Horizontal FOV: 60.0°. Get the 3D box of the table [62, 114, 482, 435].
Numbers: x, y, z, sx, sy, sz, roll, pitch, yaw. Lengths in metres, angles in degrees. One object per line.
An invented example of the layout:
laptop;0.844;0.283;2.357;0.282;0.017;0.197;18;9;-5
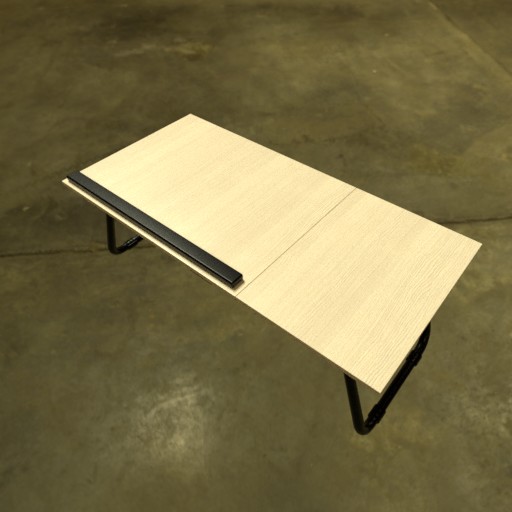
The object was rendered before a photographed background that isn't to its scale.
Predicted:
table;0.000;0.000;0.818;0.644;0.242;0.322;31;53;27
